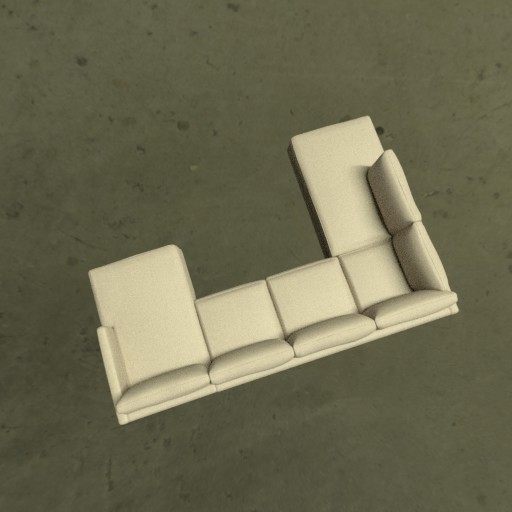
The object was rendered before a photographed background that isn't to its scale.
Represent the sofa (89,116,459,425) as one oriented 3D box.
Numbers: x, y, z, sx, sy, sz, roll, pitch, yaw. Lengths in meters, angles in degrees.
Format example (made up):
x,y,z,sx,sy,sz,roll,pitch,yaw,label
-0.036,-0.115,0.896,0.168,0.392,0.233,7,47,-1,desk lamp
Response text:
x,y,z,sx,sy,sz,roll,pitch,yaw,label
0.000,0.000,3.674,2.737,0.756,1.879,-17,77,-4,sofa
